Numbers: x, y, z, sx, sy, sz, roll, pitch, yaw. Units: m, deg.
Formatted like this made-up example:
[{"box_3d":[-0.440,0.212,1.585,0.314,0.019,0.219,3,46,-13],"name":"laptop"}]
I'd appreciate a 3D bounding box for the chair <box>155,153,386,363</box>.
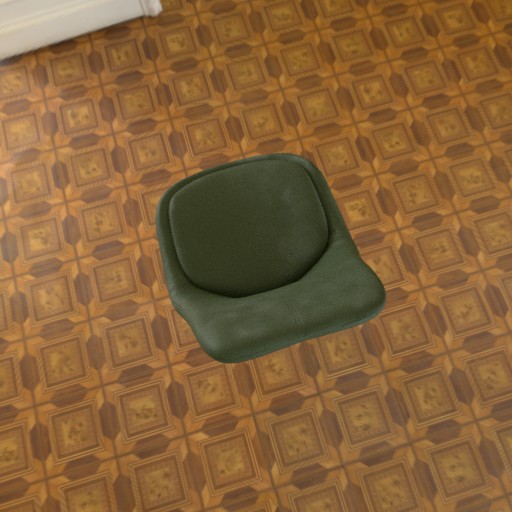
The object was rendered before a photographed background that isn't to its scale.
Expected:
[{"box_3d":[0.000,0.000,1.200,0.483,0.865,0.547,-17,75,-4],"name":"chair"}]
